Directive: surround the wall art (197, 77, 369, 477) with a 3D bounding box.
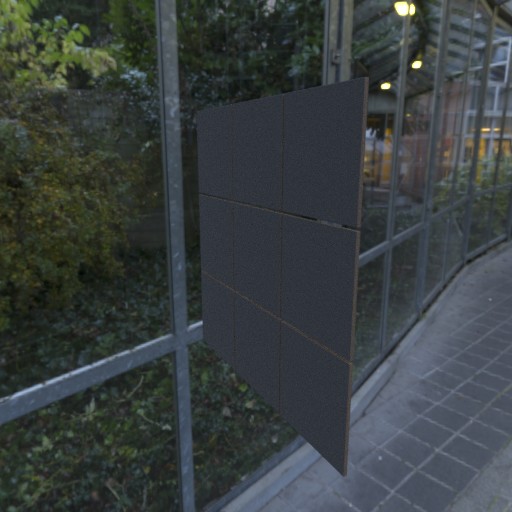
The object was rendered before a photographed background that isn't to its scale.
[{"bbox_3d":[0.000,0.000,1.818,0.013,1.216,1.216,-7,15,-28],"label":"wall art"}]
